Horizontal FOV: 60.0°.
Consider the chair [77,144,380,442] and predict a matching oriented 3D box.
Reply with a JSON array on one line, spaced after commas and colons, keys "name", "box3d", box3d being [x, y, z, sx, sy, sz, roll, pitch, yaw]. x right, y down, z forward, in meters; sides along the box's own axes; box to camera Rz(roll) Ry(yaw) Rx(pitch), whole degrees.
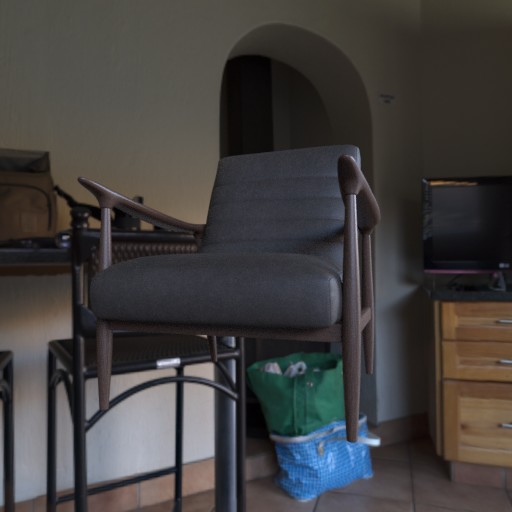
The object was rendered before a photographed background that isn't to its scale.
[{"name": "chair", "box3d": [0.000, 0.000, 1.370, 0.741, 0.831, 0.798, -1, -2, 19]}]
